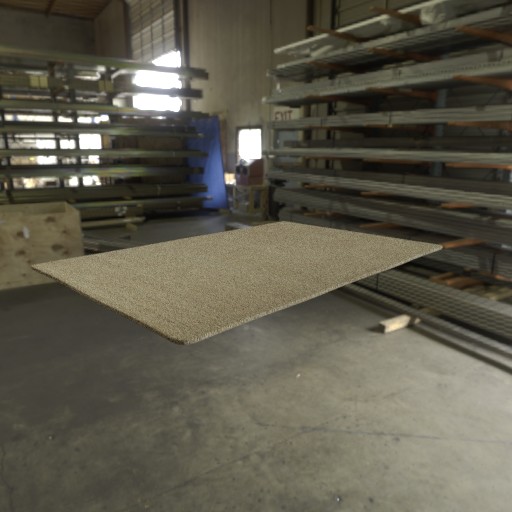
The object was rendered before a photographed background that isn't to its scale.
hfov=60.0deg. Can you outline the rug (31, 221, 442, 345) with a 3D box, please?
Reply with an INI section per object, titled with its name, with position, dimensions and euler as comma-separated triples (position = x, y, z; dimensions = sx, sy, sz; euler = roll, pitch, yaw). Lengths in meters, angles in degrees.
[rug]
position = 0.000, 0.000, 3.420
dimensions = 1.801, 0.024, 2.700
euler = 13, 19, 43
